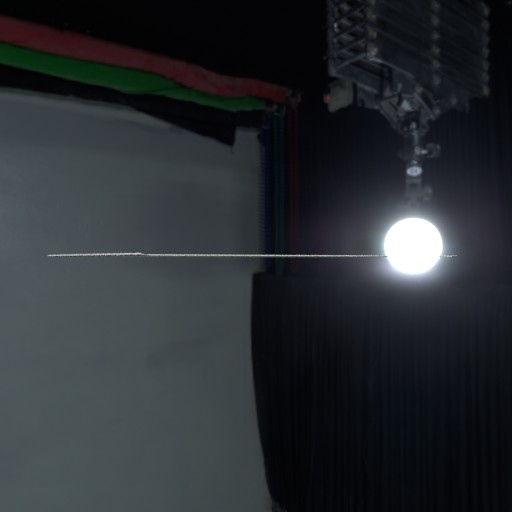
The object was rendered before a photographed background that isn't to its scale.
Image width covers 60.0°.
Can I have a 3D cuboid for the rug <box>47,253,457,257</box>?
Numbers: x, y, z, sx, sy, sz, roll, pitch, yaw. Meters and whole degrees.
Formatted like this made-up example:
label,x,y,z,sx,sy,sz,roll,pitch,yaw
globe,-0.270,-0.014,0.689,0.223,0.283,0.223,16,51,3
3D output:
label,x,y,z,sx,sy,sz,roll,pitch,yaw
rug,0.000,0.000,3.912,3.040,0.017,2.030,0,0,-36
